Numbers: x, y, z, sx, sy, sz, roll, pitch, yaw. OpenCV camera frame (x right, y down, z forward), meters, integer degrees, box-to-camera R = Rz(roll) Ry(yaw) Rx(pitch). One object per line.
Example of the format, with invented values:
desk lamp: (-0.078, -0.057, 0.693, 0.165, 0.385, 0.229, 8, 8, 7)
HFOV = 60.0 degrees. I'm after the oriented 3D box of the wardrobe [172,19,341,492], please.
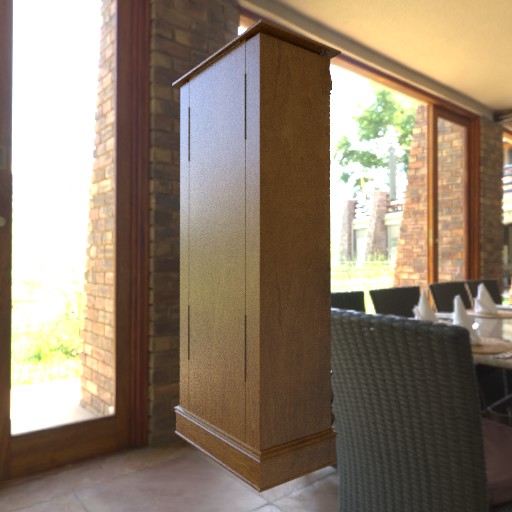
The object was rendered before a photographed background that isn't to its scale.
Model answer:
wardrobe: (0.000, 0.000, 1.131, 0.273, 0.959, 0.406, 1, -1, -36)
